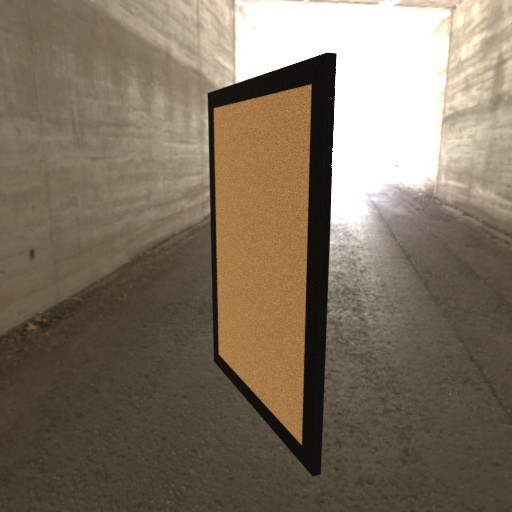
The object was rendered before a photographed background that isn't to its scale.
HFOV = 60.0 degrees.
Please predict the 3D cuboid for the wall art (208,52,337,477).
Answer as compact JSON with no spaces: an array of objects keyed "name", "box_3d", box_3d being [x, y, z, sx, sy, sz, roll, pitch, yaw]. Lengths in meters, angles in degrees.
[{"name":"wall art","box_3d":[0.000,0.000,0.609,0.011,0.459,0.326,-6,15,-25]}]
